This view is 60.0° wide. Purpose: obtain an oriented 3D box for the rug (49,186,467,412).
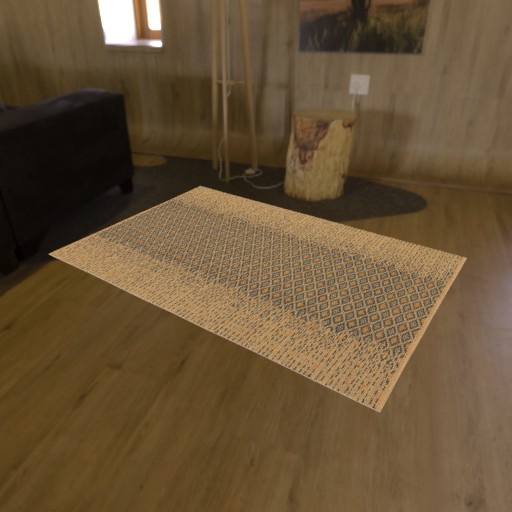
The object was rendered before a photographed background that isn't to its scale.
[{"bbox_3d":[0.000,0.000,2.328,1.828,0.005,1.219,19,35,30],"label":"rug"}]
